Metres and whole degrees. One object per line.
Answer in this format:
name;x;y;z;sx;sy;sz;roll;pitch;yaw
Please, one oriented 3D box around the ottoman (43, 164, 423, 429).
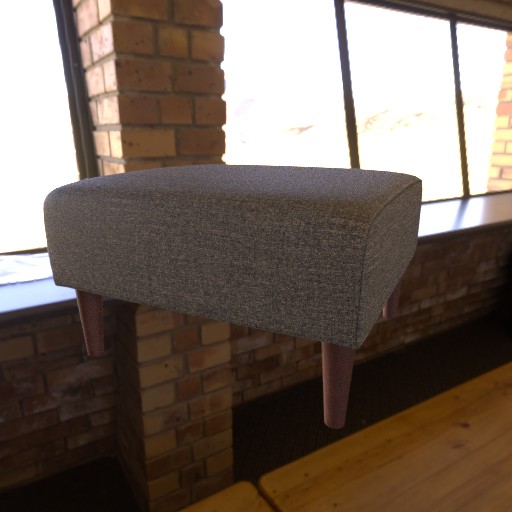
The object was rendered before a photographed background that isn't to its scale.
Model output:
ottoman;0.000;0.000;1.041;0.655;0.399;0.648;8;17;25
